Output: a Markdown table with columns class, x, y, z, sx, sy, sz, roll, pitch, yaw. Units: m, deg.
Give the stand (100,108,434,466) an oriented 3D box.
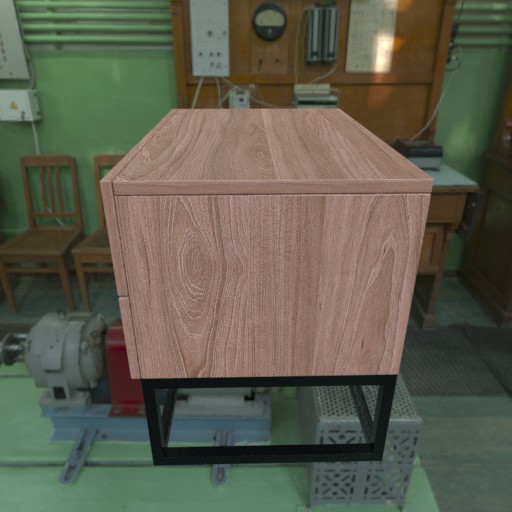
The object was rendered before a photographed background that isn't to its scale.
| class | x | y | z | sx | sy | sz | roll | pitch | yaw |
| --- | --- | --- | --- | --- | --- | --- | --- | --- | --- |
| stand | 0.000 | 0.000 | 0.915 | 0.420 | 0.500 | 0.600 | -1 | 26 | -1 |
